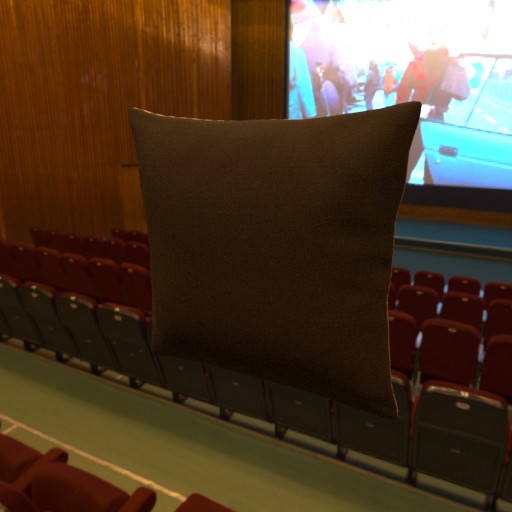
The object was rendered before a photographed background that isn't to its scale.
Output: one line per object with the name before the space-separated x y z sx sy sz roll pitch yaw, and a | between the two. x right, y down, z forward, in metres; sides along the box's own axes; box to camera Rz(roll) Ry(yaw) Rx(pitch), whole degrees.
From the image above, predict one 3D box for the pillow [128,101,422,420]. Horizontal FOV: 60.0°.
pillow | 0.000 0.000 0.781 0.523 0.506 0.166 8 18 26
